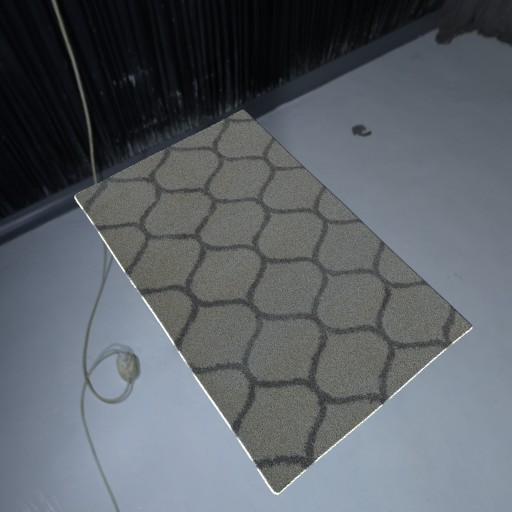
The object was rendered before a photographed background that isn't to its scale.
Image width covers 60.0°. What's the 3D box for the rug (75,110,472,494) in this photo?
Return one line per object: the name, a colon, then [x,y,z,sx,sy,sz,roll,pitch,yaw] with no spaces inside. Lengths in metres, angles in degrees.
rug: [0.000,0.000,2.906,1.501,0.024,2.348,-33,64,-18]
